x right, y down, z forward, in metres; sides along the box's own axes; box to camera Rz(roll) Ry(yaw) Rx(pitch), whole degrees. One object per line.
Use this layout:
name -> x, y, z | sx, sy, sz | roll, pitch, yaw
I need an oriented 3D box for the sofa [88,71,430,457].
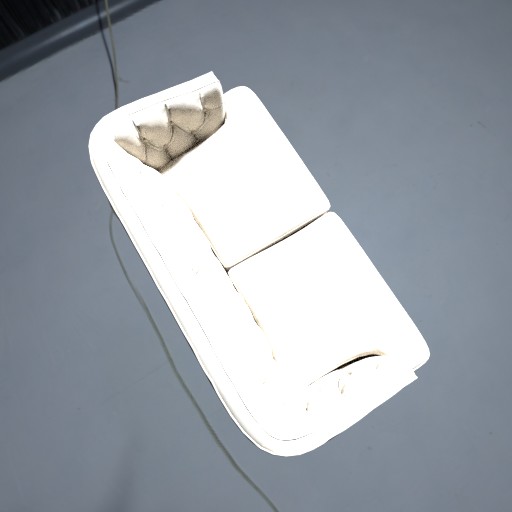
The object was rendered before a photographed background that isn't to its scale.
sofa -> 0.000, 0.000, 2.244 | 0.940, 0.878, 1.731 | -30, 78, -7
